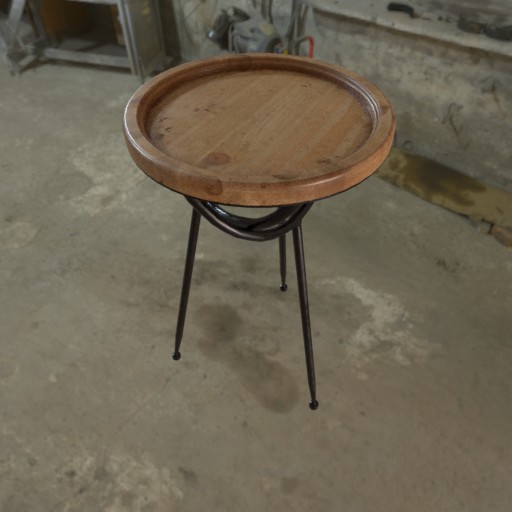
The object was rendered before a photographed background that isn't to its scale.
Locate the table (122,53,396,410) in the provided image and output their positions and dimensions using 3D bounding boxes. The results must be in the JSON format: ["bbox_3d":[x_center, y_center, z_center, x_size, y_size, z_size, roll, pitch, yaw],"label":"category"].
[{"bbox_3d":[0.000,0.000,0.913,0.418,0.664,0.414,3,46,3],"label":"table"}]
